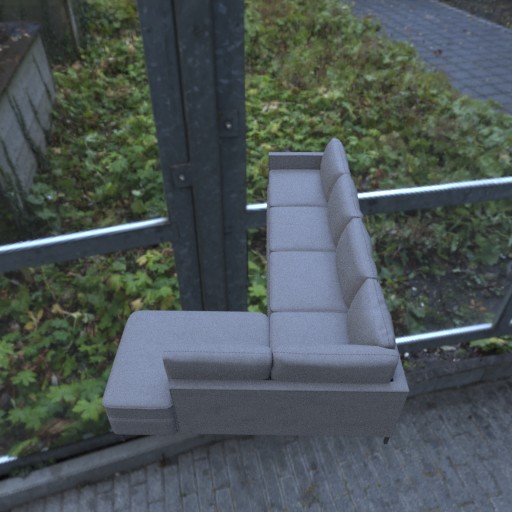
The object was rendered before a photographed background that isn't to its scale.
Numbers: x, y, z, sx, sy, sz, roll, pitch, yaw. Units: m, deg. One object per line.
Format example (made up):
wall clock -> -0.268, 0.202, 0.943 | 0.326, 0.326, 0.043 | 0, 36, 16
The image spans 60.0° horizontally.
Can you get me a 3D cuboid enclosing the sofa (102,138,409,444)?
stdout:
sofa -> 0.000, 0.000, 4.308 | 2.077, 0.964, 3.331 | 1, 41, 1
